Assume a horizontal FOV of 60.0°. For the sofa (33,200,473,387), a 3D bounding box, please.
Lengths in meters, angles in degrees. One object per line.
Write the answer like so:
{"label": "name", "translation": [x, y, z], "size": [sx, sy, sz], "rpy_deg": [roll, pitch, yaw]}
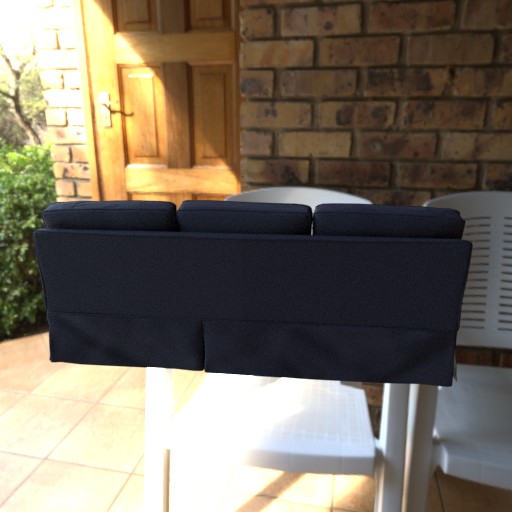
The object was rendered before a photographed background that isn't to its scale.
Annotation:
{"label": "sofa", "translation": [0.000, 0.000, 3.309], "size": [2.518, 1.039, 1.637], "rpy_deg": [2, 17, 6]}
